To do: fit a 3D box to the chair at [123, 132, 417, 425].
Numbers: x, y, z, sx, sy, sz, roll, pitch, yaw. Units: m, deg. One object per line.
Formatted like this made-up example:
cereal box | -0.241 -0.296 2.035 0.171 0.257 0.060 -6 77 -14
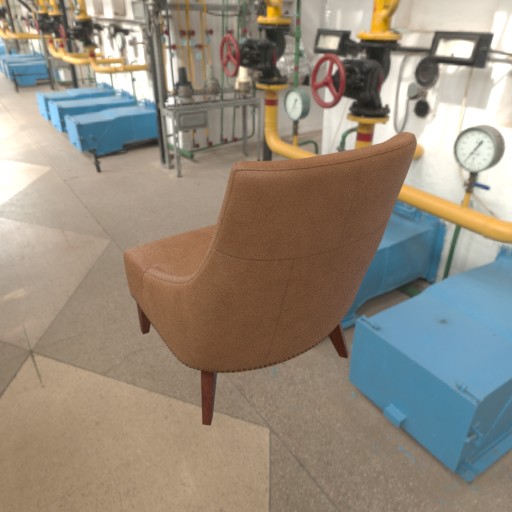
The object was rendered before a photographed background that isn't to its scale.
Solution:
chair | 0.000 0.000 1.501 0.701 0.909 0.861 -17 33 -28
